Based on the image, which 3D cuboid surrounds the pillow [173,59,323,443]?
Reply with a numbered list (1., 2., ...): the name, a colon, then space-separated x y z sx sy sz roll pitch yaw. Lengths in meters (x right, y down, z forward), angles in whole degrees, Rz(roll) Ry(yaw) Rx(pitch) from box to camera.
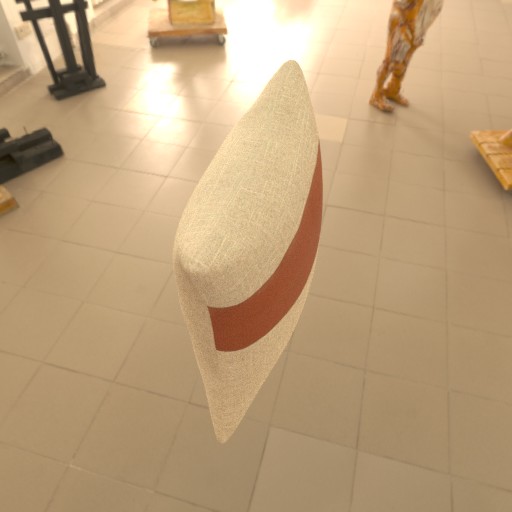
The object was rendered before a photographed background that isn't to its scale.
1. pillow: 0.000 0.000 0.642 0.173 0.399 0.414 11 48 10
